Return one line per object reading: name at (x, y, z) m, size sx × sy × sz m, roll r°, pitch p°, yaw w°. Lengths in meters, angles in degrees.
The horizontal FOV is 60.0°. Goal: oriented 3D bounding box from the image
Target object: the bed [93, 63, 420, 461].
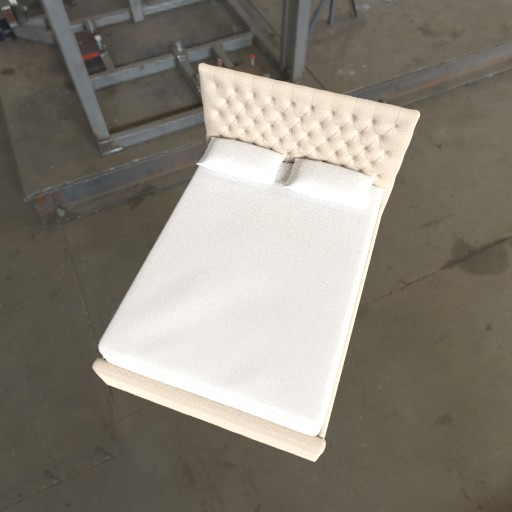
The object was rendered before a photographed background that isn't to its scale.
bed at (0.000, 0.000, 3.296) m, size 1.696 × 1.426 × 2.233 m, roll 17°, pitch 59°, yaw 10°
